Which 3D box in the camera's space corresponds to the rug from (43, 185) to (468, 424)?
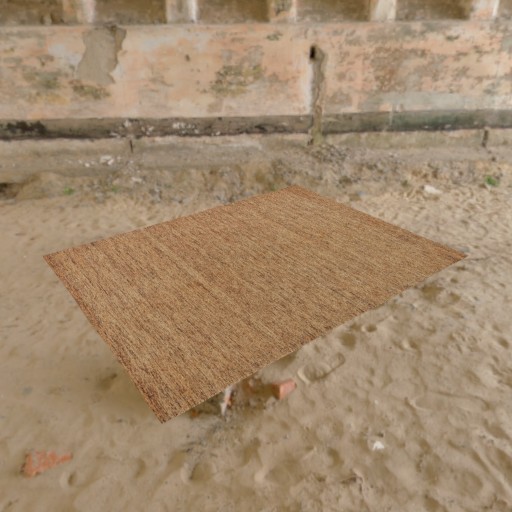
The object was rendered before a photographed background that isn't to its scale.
[{"bbox_3d":[0.000,0.000,4.185,3.200,0.012,2.438,-20,35,-32],"label":"rug"}]
